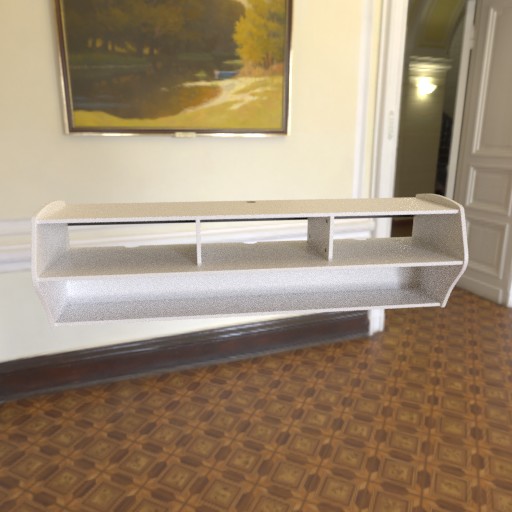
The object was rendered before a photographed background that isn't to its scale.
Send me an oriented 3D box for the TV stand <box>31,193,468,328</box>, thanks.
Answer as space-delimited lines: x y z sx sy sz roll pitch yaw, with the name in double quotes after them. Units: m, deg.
0.000 0.000 1.675 1.473 0.424 0.397 -2 16 -7 "TV stand"
